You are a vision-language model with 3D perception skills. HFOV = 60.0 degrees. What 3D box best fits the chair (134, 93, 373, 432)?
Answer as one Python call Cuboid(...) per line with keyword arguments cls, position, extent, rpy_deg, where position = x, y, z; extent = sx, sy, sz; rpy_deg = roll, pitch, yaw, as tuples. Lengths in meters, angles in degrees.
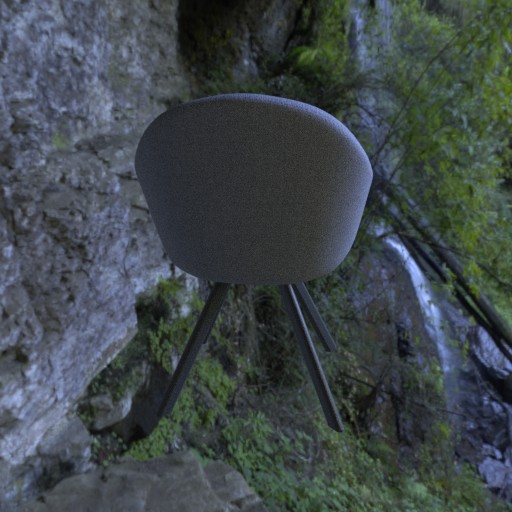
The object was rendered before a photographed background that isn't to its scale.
Cuboid(cls="chair", position=(0.000, 0.000, 1.197), extent=(0.590, 0.795, 0.550), rpy_deg=(2, 16, 7))
